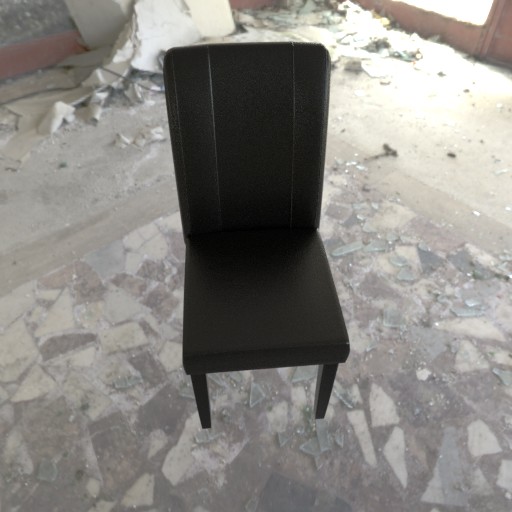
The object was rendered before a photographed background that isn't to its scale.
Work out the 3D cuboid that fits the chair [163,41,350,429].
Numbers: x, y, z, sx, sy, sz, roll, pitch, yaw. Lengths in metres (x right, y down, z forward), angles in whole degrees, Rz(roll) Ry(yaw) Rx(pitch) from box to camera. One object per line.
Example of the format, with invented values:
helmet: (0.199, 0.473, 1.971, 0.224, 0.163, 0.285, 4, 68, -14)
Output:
chair: (0.000, 0.000, 1.174, 0.399, 0.897, 0.556, -4, 46, -3)
